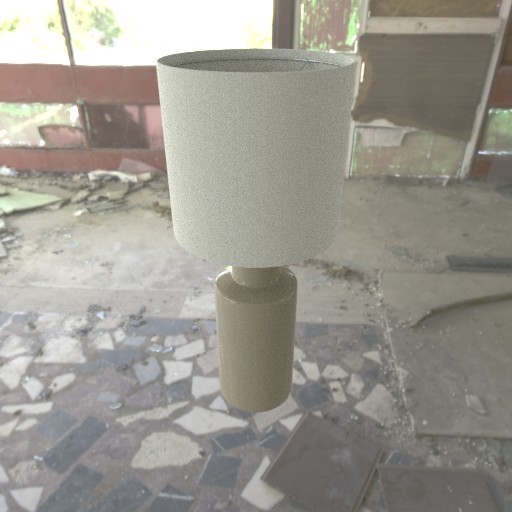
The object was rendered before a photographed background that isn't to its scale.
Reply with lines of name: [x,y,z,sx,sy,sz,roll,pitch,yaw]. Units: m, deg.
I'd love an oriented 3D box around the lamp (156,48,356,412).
lamp: [0.000,0.000,0.601,0.212,0.493,0.212,23,37,33]
